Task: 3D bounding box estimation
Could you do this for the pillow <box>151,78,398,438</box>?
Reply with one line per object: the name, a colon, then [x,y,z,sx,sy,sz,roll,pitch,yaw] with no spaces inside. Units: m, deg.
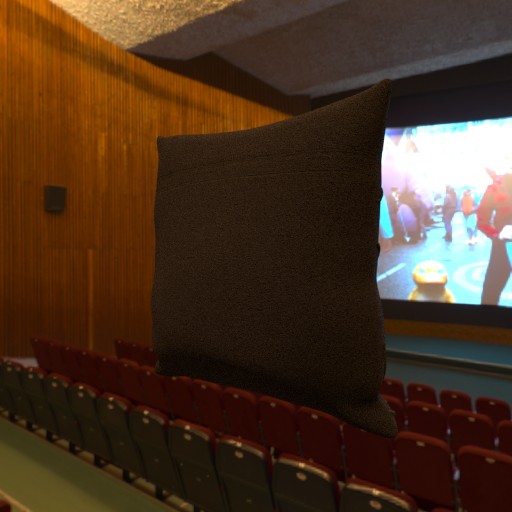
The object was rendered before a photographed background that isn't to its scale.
pillow: [0.000,0.000,0.671,0.439,0.440,0.183,1,1,37]
